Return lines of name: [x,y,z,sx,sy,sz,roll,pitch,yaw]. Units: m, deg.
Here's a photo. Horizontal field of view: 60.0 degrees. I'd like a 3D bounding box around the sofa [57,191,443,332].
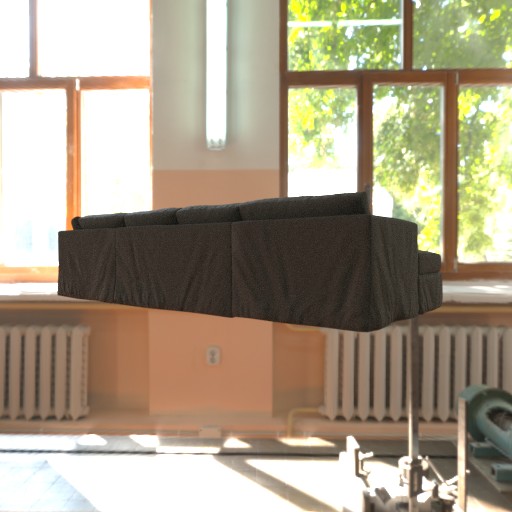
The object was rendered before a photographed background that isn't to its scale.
sofa: [0.000,0.000,4.604,3.528,0.878,2.476,0,1,37]
